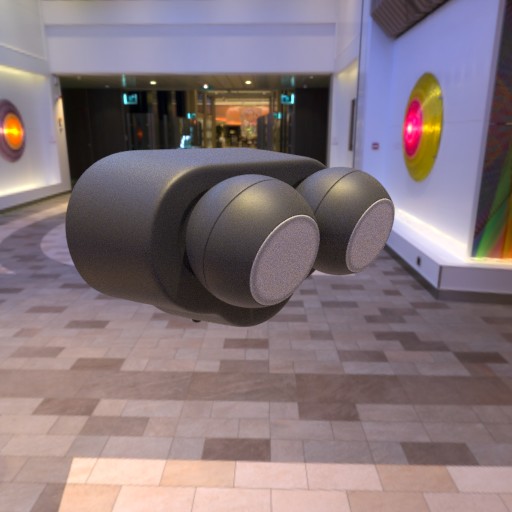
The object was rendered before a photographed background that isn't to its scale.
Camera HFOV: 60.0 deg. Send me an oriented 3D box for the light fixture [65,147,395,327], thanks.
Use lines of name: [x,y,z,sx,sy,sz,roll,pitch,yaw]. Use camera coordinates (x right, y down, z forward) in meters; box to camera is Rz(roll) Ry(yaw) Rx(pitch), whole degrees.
light fixture: [0.000,0.000,0.346,0.159,0.159,0.229,15,21,43]
